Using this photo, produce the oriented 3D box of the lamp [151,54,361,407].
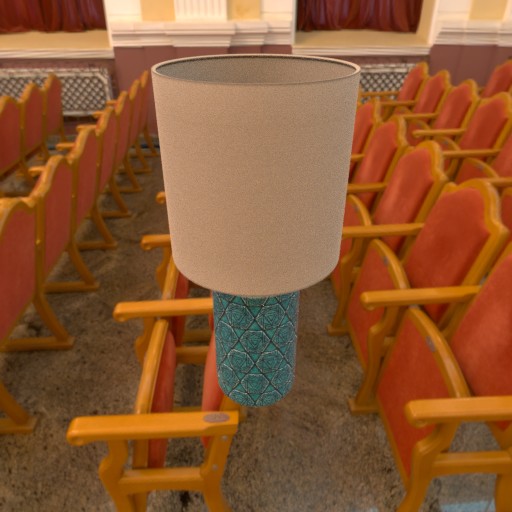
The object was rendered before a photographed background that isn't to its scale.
[{"bbox_3d":[0.000,0.000,0.751,0.278,0.597,0.278,-1,31,-2],"label":"lamp"}]
